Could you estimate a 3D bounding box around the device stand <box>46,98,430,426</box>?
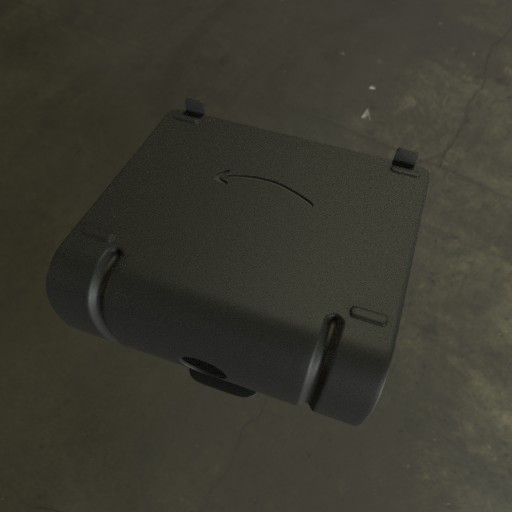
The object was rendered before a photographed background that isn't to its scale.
[{"bbox_3d":[0.000,0.000,0.401,0.256,0.155,0.236,16,59,10],"label":"device stand"}]
